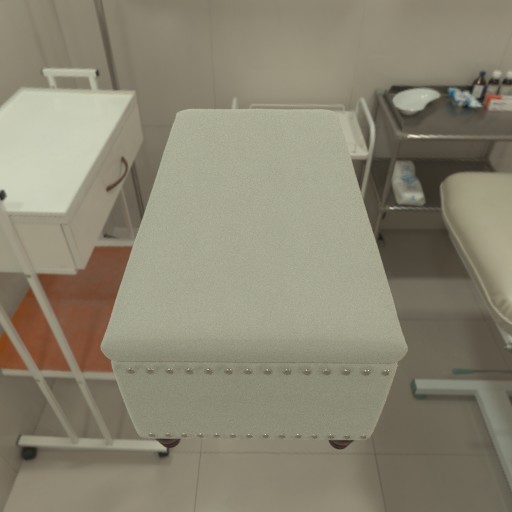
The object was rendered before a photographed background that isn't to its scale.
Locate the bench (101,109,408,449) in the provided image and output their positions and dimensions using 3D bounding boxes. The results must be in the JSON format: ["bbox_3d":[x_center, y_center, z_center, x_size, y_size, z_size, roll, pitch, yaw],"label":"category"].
[{"bbox_3d":[0.000,0.000,1.169,0.500,0.449,0.887,0,42,0],"label":"bench"}]
